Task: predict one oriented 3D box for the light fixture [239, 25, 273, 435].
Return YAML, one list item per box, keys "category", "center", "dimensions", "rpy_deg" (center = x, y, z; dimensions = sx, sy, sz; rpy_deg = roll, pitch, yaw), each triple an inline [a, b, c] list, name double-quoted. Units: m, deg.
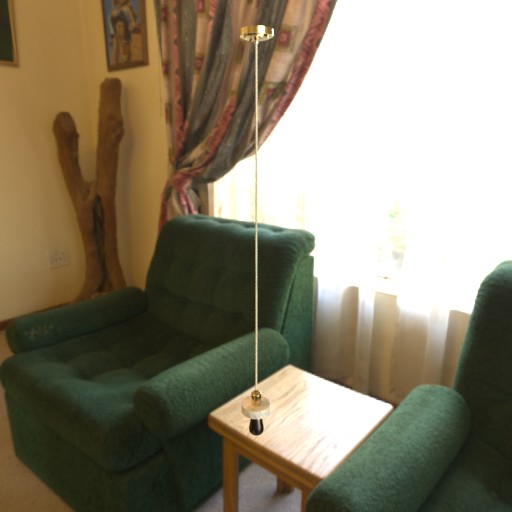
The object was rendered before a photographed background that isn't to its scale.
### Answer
- category: "light fixture"
  center: [0.000, 0.000, 1.795]
  dimensions: [0.129, 1.669, 0.129]
  rpy_deg: [7, 16, 24]
